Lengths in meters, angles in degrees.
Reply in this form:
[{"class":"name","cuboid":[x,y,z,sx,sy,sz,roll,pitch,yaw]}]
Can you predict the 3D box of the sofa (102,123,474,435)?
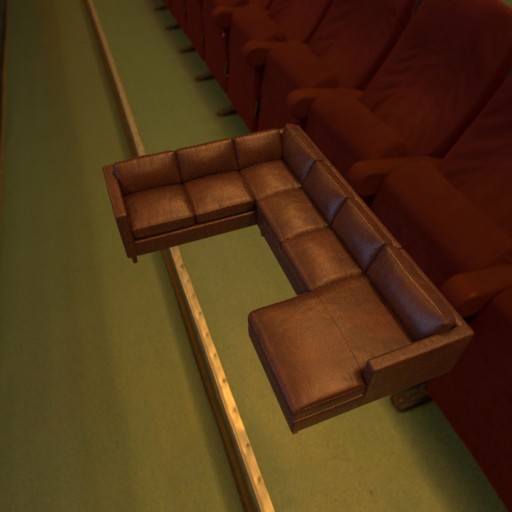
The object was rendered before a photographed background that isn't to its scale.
[{"class":"sofa","cuboid":[0.000,0.000,4.468,2.452,0.891,3.324,-16,49,-14]}]
